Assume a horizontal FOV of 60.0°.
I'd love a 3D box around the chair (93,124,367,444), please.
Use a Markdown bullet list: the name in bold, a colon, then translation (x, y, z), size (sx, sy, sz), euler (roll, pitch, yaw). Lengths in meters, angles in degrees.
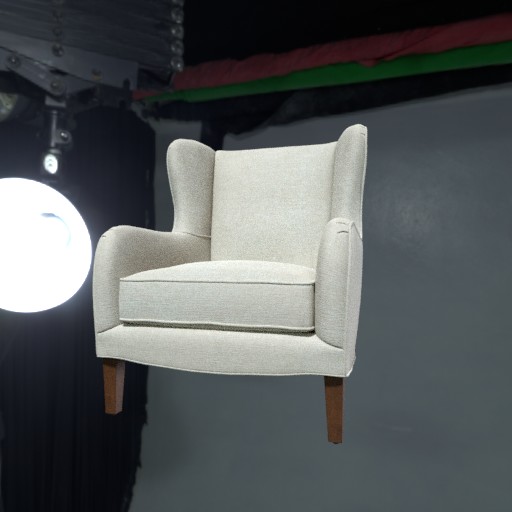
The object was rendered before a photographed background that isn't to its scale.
- **chair**: translation (0.000, 0.000, 1.737), size (0.838, 1.040, 0.966), euler (0, 0, 18)
